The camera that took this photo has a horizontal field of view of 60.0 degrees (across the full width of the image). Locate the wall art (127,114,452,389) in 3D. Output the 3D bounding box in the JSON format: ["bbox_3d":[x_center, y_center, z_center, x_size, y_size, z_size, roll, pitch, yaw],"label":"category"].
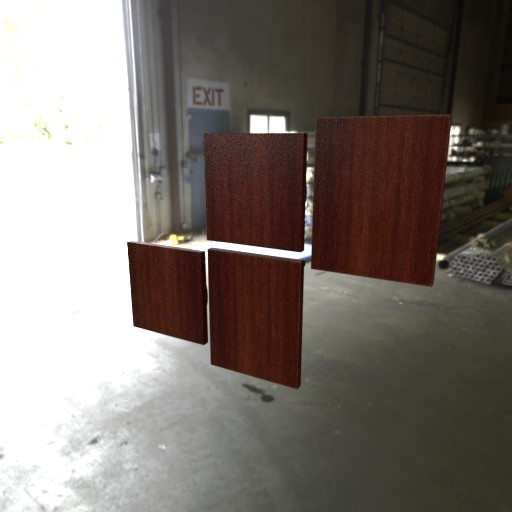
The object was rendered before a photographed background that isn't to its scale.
[{"bbox_3d":[0.000,0.000,0.841,0.635,0.497,0.030,8,17,28],"label":"wall art"}]
